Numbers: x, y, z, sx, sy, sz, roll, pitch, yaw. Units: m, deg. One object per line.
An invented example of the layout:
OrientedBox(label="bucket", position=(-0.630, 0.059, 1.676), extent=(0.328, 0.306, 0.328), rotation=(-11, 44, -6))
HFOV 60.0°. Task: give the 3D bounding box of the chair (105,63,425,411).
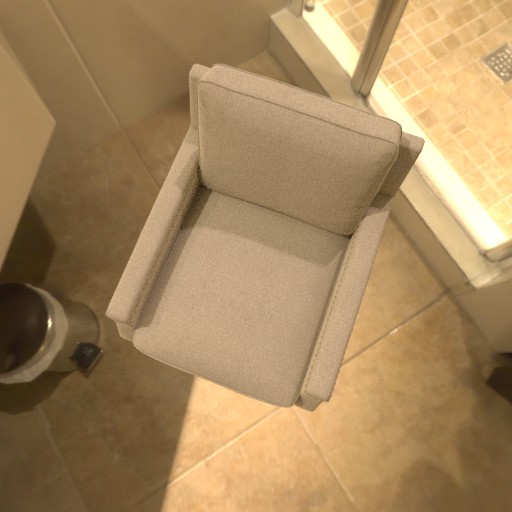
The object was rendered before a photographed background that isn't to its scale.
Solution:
OrientedBox(label="chair", position=(0.000, 0.000, 1.726), extent=(0.853, 0.943, 1.014), rotation=(20, 77, 5))
